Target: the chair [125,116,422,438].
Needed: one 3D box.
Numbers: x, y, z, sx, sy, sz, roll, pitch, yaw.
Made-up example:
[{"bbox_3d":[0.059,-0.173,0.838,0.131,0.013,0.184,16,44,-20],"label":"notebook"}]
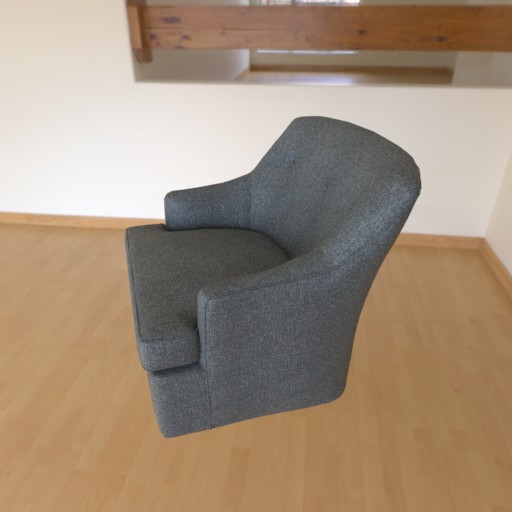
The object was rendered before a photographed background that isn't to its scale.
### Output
[{"bbox_3d":[0.000,0.000,1.639,0.923,0.856,0.864,-9,31,-15],"label":"chair"}]
